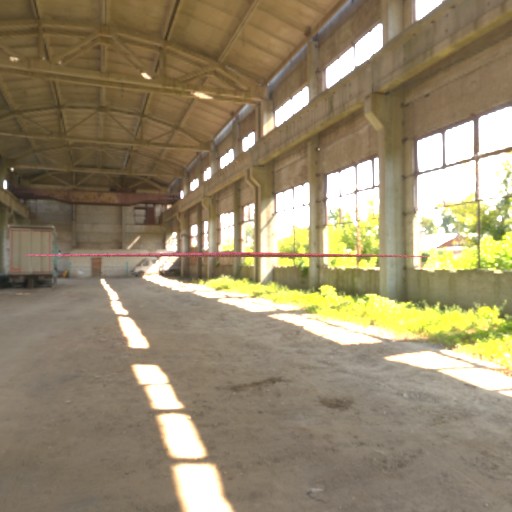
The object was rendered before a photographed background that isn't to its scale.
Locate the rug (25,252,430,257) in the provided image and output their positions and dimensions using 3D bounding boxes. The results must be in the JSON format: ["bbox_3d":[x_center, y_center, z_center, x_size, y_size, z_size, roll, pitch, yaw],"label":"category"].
[{"bbox_3d":[0.000,0.000,4.342,2.389,0.011,3.306,0,0,37],"label":"rug"}]
